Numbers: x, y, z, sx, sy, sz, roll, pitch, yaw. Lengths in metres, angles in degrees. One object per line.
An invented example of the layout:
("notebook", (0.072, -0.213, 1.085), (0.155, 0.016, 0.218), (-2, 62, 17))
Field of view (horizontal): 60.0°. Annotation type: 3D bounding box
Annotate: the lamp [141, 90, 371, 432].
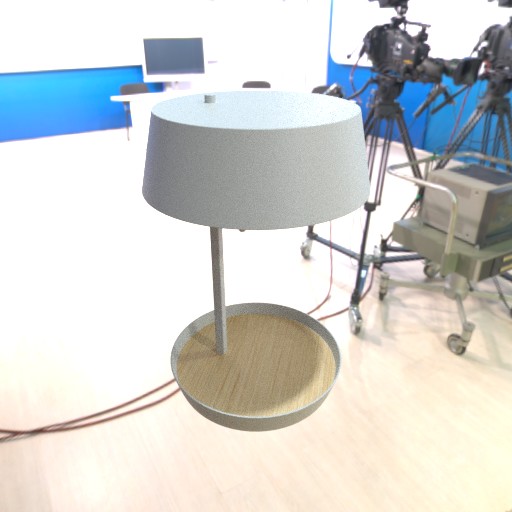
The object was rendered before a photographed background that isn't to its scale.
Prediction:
("lamp", (0.000, 0.000, 0.629), (0.291, 0.429, 0.291), (0, 29, 0))
